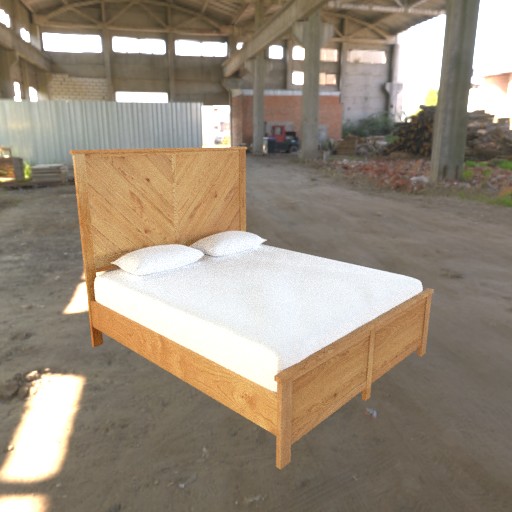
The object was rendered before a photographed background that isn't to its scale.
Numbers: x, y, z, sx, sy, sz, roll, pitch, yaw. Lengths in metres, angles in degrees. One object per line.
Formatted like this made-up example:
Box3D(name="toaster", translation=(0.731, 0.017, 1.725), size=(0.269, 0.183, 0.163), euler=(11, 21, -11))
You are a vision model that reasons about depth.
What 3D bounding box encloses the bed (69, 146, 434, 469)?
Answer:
Box3D(name="bed", translation=(0.000, 0.000, 4.181), size=(2.530, 1.938, 2.225), euler=(14, 20, 42))
